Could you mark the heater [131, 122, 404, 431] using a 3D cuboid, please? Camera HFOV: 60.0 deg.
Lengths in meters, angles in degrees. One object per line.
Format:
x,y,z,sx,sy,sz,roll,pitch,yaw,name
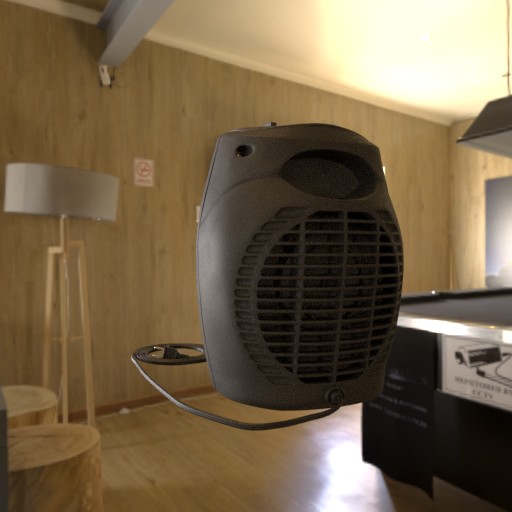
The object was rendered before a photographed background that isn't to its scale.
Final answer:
0.000,0.000,0.455,0.239,0.240,0.291,0,1,-19,heater
